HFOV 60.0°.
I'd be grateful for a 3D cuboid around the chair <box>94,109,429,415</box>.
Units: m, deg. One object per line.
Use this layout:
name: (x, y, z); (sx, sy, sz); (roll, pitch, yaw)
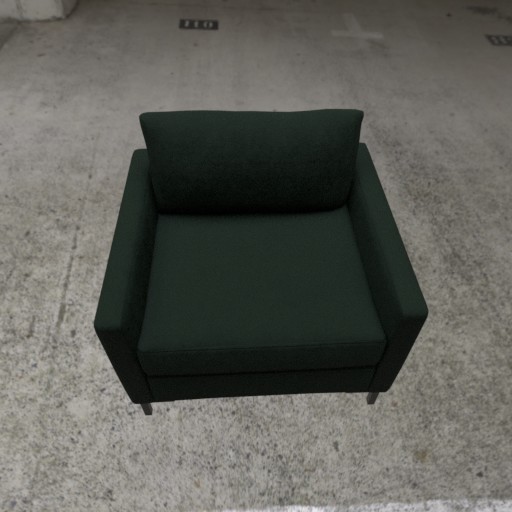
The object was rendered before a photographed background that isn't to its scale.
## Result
chair: (0.000, 0.000, 1.632); (0.963, 0.861, 0.866); (-2, 48, -2)
